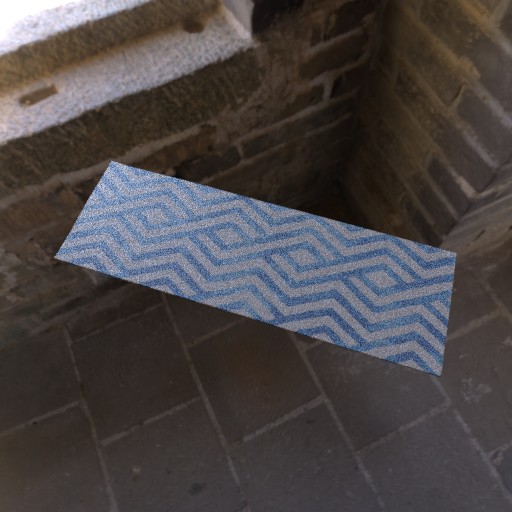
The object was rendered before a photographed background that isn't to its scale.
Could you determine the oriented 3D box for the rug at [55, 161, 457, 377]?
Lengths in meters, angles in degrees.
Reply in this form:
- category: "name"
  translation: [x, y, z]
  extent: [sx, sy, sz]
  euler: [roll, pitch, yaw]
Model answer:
- category: "rug"
  translation: [0.000, 0.000, 1.731]
  extent: [1.492, 0.007, 0.503]
  euler: [16, 64, 8]
